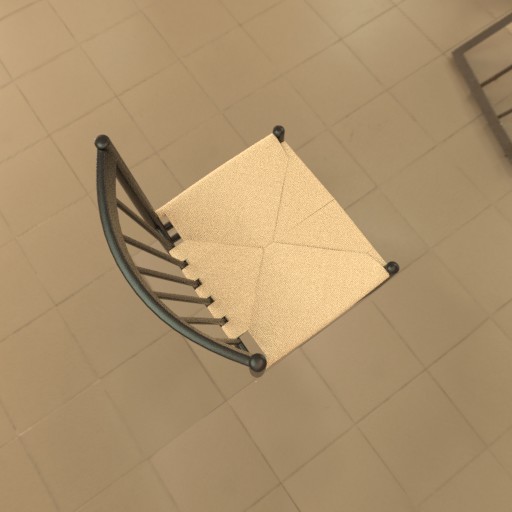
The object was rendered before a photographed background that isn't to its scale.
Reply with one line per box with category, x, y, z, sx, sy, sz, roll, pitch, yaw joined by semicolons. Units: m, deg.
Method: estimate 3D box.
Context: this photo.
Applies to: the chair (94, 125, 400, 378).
chair;0.000;0.000;1.130;0.516;0.818;0.495;-35;77;-9
